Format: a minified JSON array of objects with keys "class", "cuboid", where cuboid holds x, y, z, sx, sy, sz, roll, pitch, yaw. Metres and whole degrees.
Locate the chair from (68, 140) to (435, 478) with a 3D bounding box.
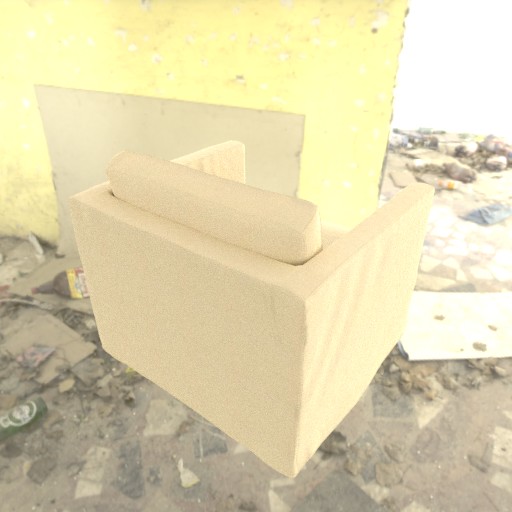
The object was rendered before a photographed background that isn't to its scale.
[{"class":"chair","cuboid":[0.000,0.000,1.775,1.057,0.851,0.947,22,37,32]}]
